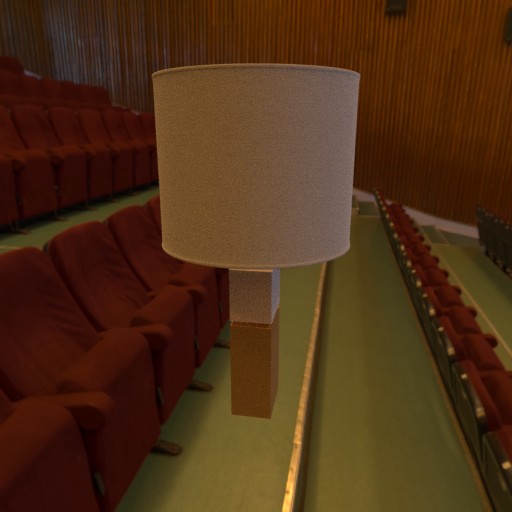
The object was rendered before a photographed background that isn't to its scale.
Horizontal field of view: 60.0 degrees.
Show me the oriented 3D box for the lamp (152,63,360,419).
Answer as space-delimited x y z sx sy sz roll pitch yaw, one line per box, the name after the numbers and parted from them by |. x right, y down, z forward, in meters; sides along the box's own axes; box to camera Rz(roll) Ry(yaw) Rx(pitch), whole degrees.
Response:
0.000 0.000 0.556 0.229 0.417 0.229 3 16 10 | lamp
